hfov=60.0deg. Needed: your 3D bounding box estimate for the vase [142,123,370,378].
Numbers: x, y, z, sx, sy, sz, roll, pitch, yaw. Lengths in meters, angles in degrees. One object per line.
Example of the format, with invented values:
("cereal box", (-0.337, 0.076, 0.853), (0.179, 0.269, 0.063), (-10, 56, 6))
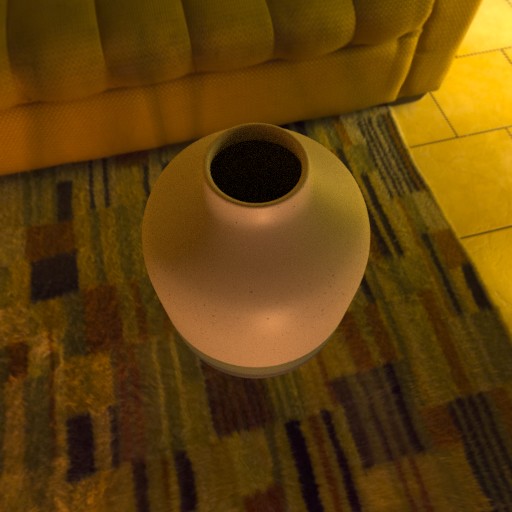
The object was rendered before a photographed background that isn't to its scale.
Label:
("vase", (0.000, 0.000, 0.366), (0.169, 0.240, 0.169), (0, 63, 0))
